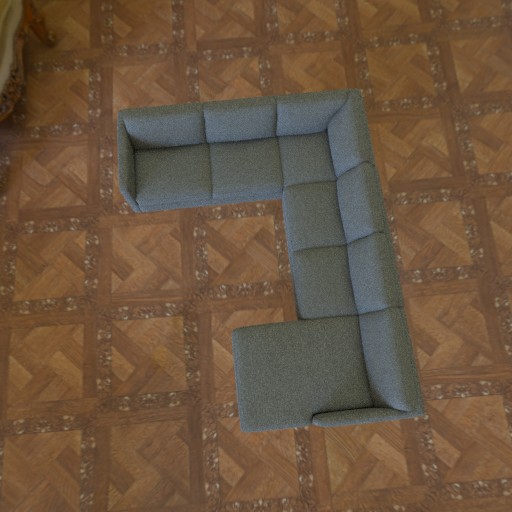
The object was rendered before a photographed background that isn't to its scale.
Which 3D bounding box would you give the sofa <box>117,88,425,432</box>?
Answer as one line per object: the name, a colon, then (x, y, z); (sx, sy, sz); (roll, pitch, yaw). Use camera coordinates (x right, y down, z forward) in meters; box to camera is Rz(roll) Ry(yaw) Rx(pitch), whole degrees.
sofa: (0.000, 0.000, 4.352); (2.551, 0.853, 3.238); (-6, 74, -2)
